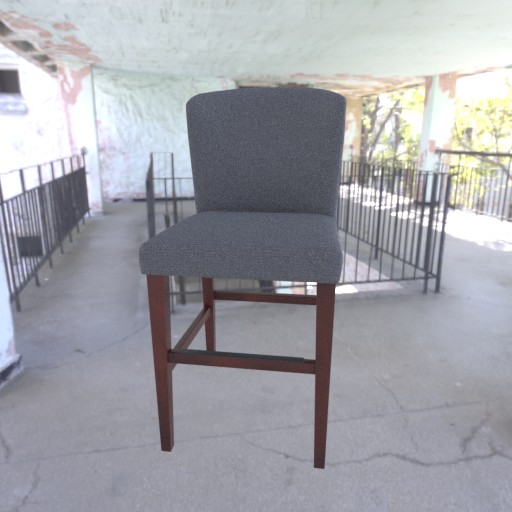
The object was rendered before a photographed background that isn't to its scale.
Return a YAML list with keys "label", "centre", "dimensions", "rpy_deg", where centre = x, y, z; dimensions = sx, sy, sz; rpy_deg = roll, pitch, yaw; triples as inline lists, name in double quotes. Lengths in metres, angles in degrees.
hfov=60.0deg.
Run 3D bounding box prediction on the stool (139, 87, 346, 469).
- label: "stool"
  centre: [0.000, 0.000, 1.278]
  dimensions: [0.479, 0.968, 0.568]
  rpy_deg: [2, 15, 9]
